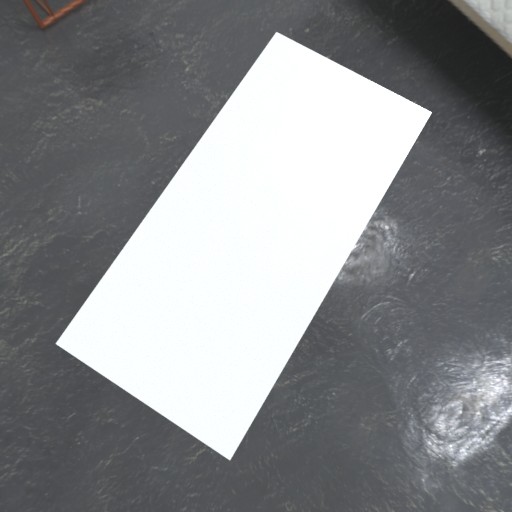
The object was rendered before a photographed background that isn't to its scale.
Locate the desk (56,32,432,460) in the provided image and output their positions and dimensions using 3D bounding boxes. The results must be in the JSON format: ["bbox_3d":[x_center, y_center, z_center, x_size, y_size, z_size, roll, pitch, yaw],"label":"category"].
[{"bbox_3d":[0.000,0.000,1.430,0.491,0.723,0.979,31,78,7],"label":"desk"}]
